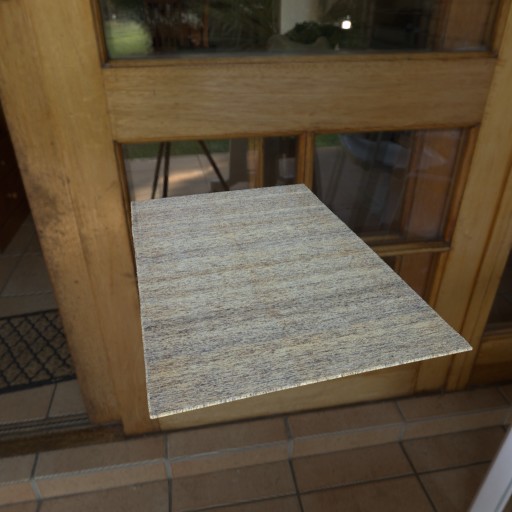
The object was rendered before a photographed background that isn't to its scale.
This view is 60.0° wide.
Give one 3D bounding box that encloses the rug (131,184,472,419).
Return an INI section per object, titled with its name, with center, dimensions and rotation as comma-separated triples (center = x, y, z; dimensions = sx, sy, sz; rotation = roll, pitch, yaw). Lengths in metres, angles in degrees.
[rug]
center = 0.000, 0.000, 2.347
dimensions = 1.243, 0.014, 1.846
rotation = -8, 31, -13
